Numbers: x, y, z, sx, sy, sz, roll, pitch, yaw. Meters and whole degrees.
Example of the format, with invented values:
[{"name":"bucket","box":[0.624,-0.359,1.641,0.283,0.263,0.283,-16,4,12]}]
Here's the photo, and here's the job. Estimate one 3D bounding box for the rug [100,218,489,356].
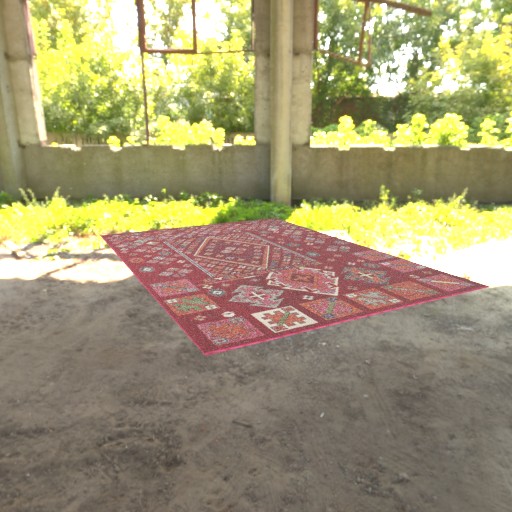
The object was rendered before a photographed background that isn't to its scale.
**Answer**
[{"name":"rug","box":[0.000,0.000,4.337,2.389,0.011,3.306,-8,17,-27]}]
